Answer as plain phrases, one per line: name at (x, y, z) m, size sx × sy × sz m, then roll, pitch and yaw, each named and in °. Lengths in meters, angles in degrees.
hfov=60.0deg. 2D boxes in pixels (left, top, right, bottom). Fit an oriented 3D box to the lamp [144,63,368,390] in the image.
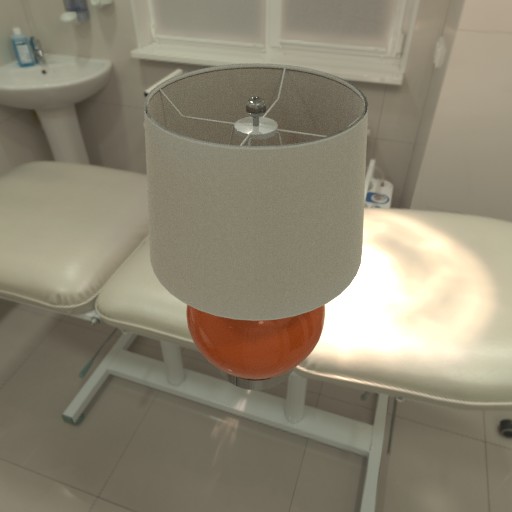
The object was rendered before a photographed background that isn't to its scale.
lamp at (0.000, 0.000, 0.537) m, size 0.247 × 0.387 × 0.247 m, roll 0°, pitch 40°, yaw 0°
